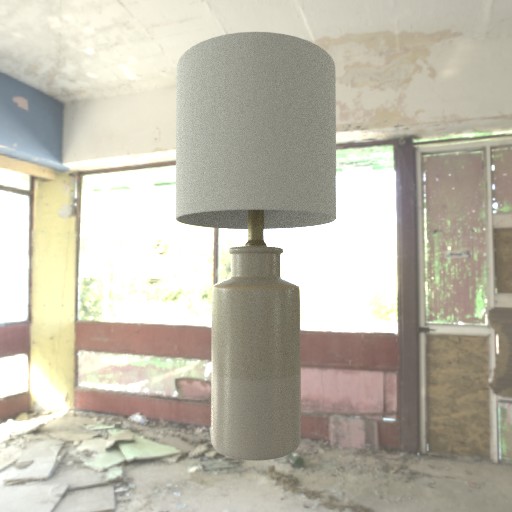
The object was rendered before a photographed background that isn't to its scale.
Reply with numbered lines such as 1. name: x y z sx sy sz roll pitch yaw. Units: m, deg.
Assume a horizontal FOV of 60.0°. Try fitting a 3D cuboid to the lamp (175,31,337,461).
1. lamp: 0.000 0.000 0.590 0.212 0.493 0.212 2 -3 -35
